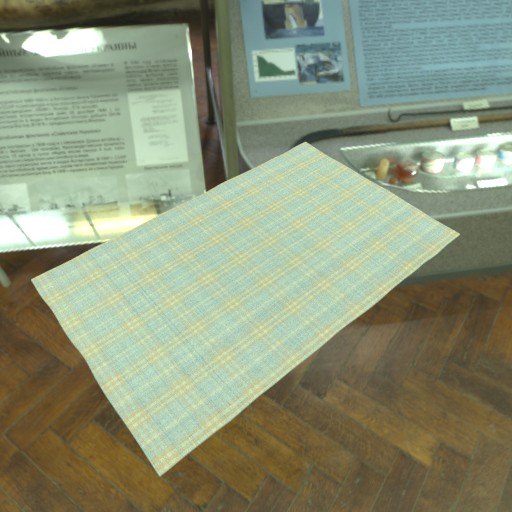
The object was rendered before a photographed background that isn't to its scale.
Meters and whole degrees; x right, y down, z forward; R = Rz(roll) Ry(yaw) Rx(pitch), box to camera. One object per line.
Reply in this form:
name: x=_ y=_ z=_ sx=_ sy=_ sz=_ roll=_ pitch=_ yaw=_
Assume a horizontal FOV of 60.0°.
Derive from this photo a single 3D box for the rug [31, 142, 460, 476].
rug: x=0.000 y=0.000 z=2.961 sx=2.460 sy=0.016 sz=1.545 roll=-32 pitch=54 yaw=-26
